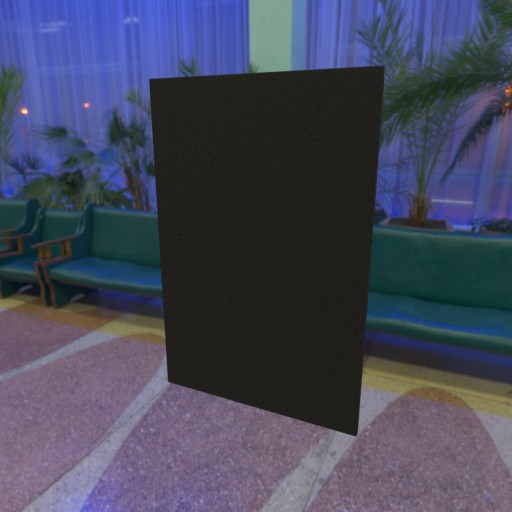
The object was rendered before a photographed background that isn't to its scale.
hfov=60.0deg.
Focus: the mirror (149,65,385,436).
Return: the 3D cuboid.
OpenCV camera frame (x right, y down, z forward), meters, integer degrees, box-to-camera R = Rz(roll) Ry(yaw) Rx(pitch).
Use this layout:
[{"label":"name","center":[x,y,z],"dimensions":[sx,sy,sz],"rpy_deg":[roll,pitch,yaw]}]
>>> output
[{"label":"mirror","center":[0.000,0.000,1.194],"dimensions":[0.613,0.914,0.039],"rpy_deg":[8,18,25]}]
